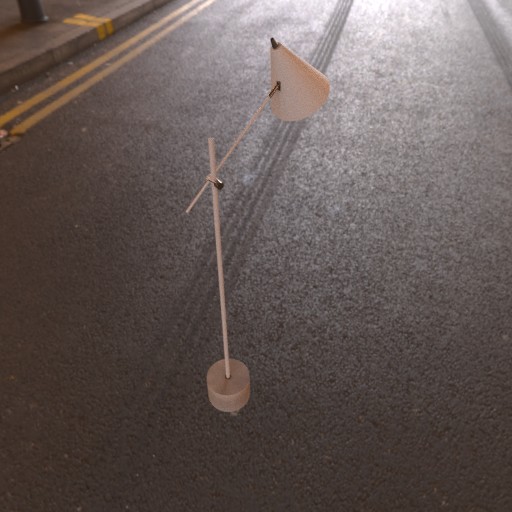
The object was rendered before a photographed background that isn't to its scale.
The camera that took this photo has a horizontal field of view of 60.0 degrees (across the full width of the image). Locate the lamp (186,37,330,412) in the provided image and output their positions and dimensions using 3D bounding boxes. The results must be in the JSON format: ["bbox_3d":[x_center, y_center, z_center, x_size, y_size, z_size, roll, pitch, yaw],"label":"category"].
[{"bbox_3d":[0.000,0.000,1.592,0.508,1.430,0.223,-26,47,-26],"label":"lamp"}]
